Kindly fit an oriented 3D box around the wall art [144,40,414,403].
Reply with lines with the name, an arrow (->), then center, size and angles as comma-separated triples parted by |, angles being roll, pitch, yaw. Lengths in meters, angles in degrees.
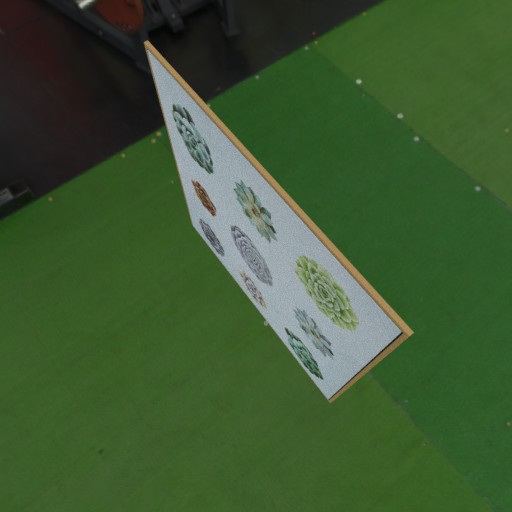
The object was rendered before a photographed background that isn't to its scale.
wall art -> 0.000, 0.000, 1.414 | 0.013, 0.959, 0.962 | -34, 69, -15
